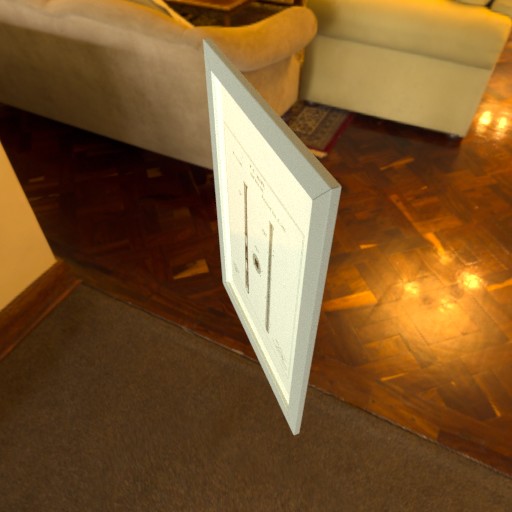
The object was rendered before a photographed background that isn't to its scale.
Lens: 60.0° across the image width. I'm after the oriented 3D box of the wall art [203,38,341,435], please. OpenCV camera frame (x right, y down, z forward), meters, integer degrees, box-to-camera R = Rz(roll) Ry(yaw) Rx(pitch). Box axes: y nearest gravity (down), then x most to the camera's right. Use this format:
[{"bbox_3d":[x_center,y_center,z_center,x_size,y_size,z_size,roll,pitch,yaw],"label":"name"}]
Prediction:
[{"bbox_3d":[0.000,0.000,0.697,0.012,0.529,0.374,-16,48,-15],"label":"wall art"}]
